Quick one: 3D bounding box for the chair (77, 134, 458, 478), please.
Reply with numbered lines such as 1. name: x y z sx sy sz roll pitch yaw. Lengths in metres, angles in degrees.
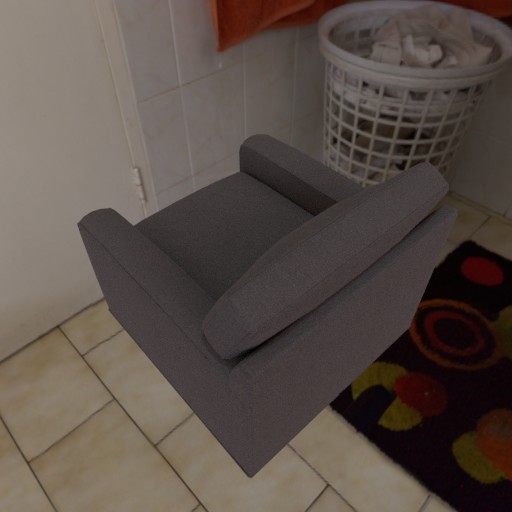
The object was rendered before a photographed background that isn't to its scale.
1. chair: 0.000 0.000 1.794 0.997 0.913 1.043 -33 54 -28
